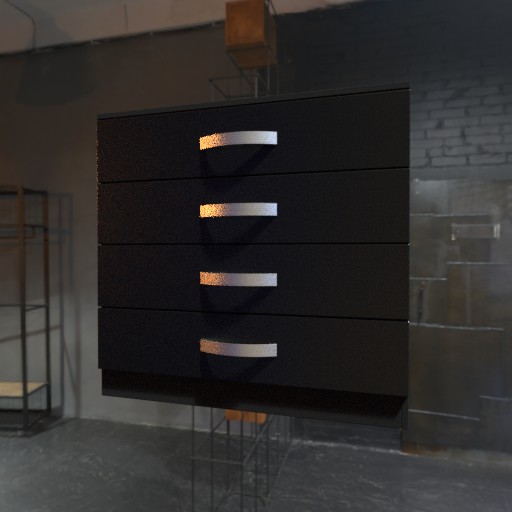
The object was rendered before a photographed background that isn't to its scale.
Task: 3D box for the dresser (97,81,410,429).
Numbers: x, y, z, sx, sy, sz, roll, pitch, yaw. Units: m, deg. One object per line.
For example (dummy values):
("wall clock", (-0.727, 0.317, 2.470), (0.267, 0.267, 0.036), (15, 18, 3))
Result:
("dresser", (0.000, 0.000, 1.162), (0.750, 0.720, 0.360), (0, 1, 17))
